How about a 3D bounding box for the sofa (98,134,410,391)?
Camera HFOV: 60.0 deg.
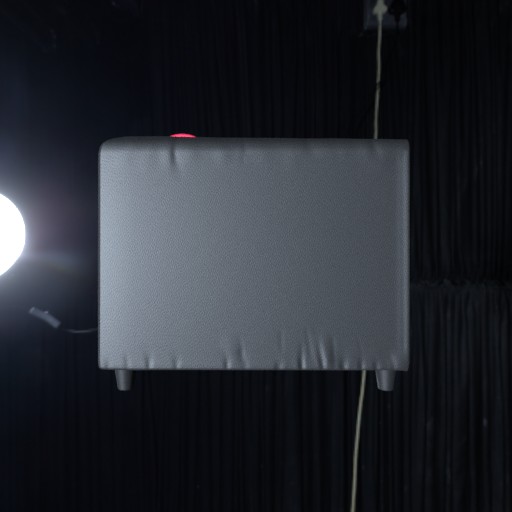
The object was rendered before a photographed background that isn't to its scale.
[{"bbox_3d":[0.000,0.000,1.871,0.845,0.735,1.410,0,0,0],"label":"sofa"}]
